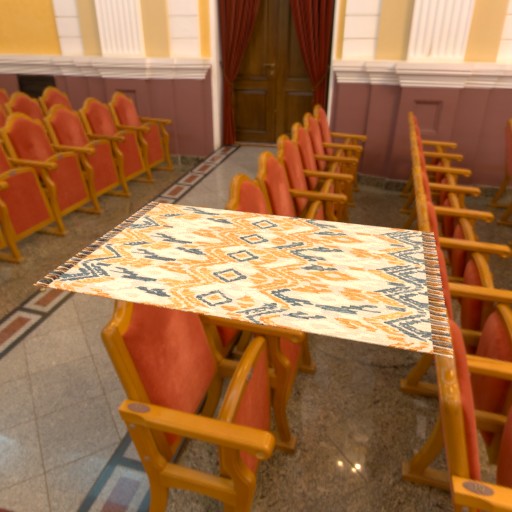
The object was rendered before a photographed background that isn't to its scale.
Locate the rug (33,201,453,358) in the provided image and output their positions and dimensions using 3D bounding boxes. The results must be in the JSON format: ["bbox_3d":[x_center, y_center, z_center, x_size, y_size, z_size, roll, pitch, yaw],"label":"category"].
[{"bbox_3d":[0.000,0.000,3.080,2.428,0.010,1.533,8,28,14],"label":"rug"}]
